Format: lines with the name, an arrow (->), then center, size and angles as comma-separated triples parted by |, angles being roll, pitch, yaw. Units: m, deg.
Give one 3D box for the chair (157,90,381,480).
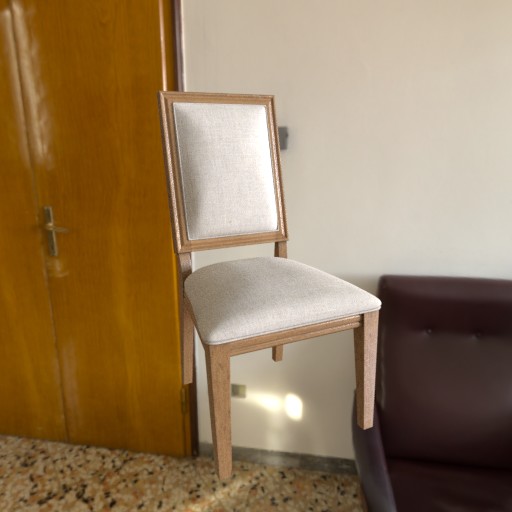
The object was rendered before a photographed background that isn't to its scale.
chair -> 0.000, 0.000, 1.371 | 0.536, 0.988, 0.601 | -7, 17, -25
